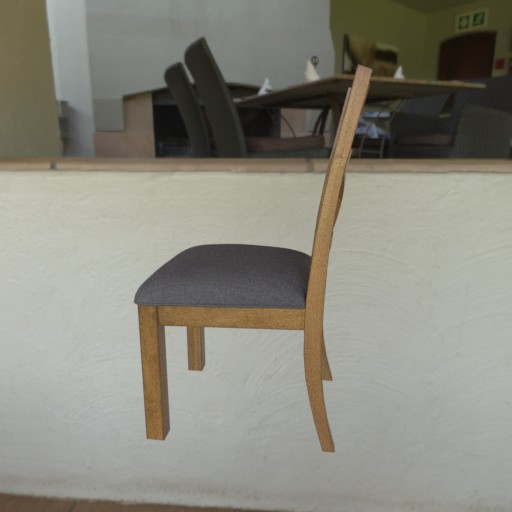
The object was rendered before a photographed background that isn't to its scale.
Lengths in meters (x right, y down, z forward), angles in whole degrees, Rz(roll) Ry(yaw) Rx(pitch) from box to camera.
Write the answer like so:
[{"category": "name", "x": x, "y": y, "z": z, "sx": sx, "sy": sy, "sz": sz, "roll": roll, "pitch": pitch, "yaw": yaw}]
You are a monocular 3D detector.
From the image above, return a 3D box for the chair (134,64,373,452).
[{"category": "chair", "x": 0.000, "y": 0.000, "z": 1.277, "sx": 0.581, "sy": 0.949, "sz": 0.470, "roll": 2, "pitch": 14, "yaw": 8}]
